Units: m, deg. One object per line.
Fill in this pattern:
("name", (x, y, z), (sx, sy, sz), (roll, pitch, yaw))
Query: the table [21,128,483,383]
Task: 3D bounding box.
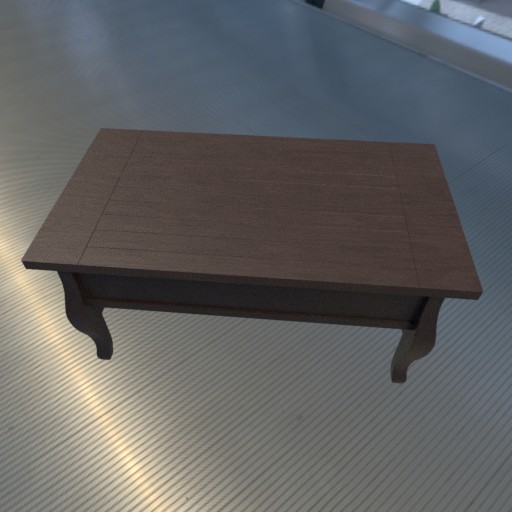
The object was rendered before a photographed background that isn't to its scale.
("table", (0.000, 0.000, 1.391), (1.062, 0.494, 0.600), (4, 47, 3))
